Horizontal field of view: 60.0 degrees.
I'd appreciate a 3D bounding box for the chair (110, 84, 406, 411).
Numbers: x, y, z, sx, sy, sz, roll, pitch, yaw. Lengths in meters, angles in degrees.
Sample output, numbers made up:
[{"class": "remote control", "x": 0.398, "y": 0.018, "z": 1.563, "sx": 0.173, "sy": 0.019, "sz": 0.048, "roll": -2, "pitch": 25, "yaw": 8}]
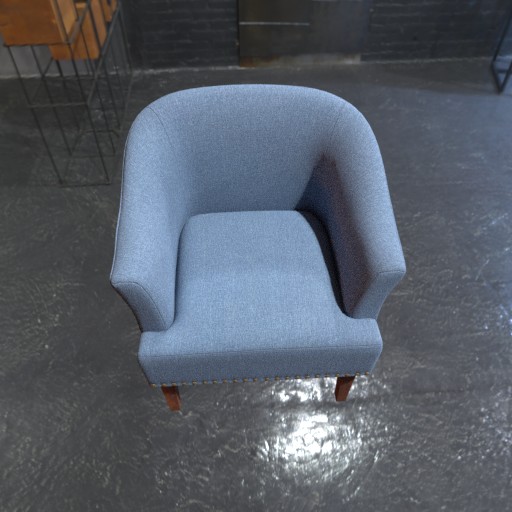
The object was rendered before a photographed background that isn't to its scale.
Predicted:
[{"class": "chair", "x": 0.000, "y": 0.000, "z": 1.424, "sx": 0.772, "sy": 0.815, "sz": 0.704, "roll": -2, "pitch": 47, "yaw": -2}]
